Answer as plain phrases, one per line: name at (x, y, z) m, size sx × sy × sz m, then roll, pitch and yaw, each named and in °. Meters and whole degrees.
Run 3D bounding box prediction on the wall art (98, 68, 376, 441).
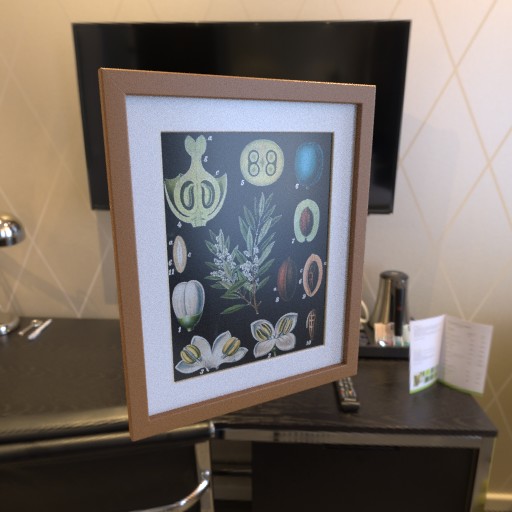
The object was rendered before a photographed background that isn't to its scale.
wall art at (0.000, 0.000, 0.507) m, size 0.310 × 0.379 × 0.015 m, roll -8°, pitch 17°, yaw -26°
